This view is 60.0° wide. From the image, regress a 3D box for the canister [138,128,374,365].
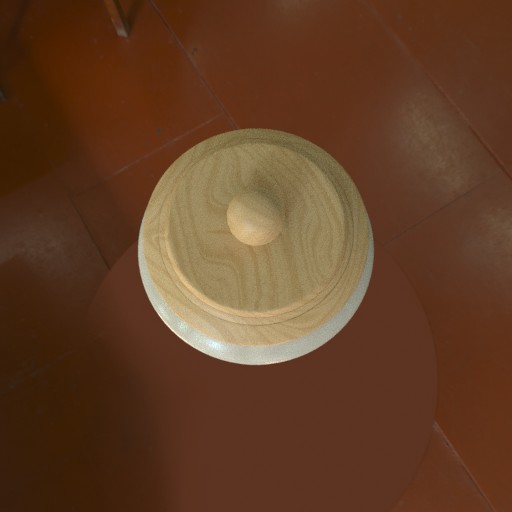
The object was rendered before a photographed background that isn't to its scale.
[{"bbox_3d":[0.000,0.000,0.272,0.130,0.176,0.130,0,76,0],"label":"canister"}]
